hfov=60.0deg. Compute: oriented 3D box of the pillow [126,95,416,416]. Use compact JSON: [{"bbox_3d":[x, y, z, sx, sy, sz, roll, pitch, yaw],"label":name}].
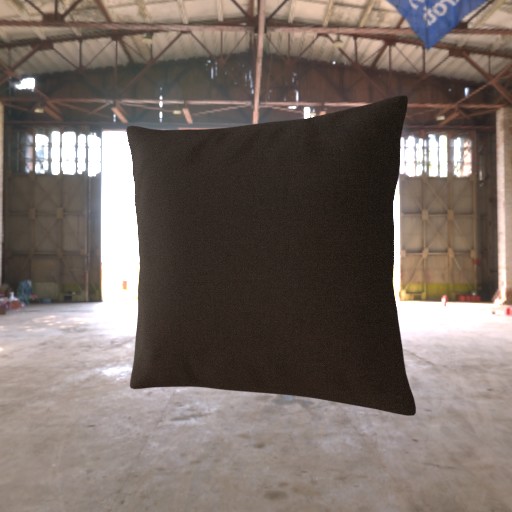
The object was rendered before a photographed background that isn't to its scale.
[{"bbox_3d":[0.000,0.000,0.777,0.523,0.506,0.166,0,-2,18],"label":"pillow"}]
